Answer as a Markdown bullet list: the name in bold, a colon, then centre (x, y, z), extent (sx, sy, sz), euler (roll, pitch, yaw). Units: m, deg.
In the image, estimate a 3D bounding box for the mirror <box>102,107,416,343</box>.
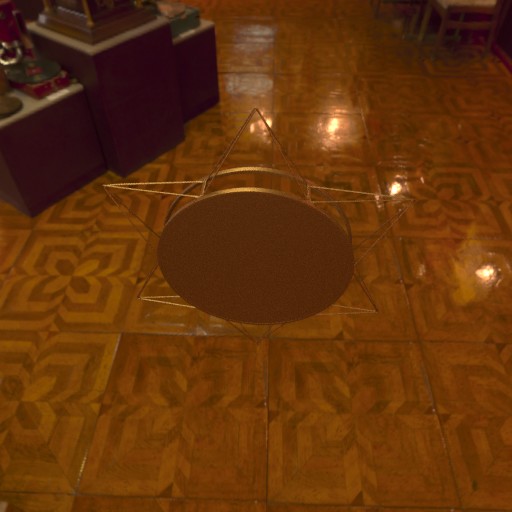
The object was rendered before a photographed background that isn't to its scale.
- **mirror**: centre (0.000, 0.000, 0.806), extent (0.498, 0.581, 0.062), euler (3, 47, 3)
